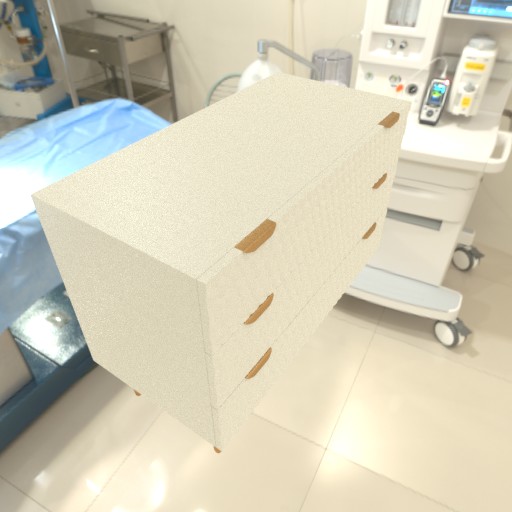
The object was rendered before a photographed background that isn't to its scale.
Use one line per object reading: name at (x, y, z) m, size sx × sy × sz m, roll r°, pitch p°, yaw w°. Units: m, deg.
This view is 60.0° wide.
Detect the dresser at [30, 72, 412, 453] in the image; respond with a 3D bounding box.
dresser at (0.000, 0.000, 1.290) m, size 0.457 × 0.721 × 0.905 m, roll 24°, pitch 46°, yaw 26°
